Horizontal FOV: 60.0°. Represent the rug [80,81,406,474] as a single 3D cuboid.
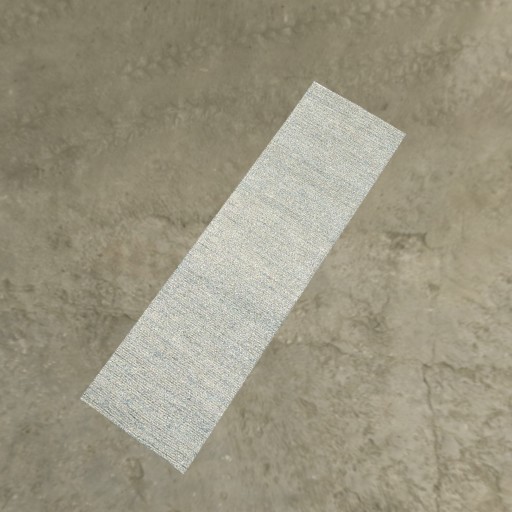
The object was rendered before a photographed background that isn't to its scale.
[{"bbox_3d":[0.000,0.000,2.543,0.675,0.037,2.341,33,78,8],"label":"rug"}]
